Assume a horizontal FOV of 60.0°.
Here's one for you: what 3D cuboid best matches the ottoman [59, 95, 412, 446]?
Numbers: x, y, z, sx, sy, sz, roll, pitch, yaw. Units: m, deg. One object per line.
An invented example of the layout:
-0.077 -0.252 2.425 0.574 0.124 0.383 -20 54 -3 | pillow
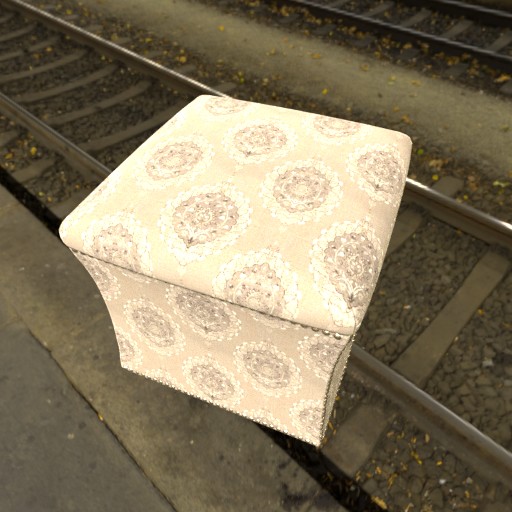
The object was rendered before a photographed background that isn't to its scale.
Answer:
0.000 0.000 0.924 0.497 0.473 0.507 16 48 16 | ottoman
